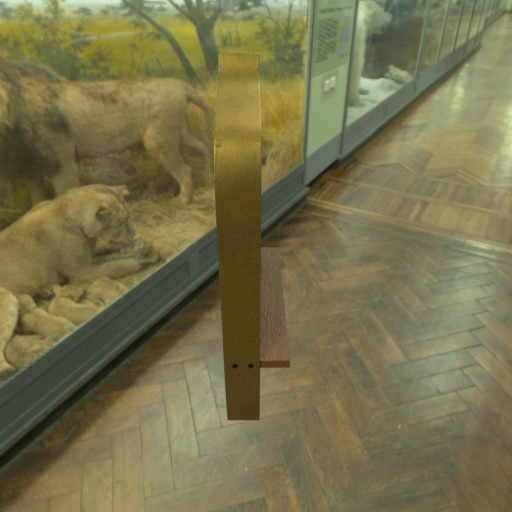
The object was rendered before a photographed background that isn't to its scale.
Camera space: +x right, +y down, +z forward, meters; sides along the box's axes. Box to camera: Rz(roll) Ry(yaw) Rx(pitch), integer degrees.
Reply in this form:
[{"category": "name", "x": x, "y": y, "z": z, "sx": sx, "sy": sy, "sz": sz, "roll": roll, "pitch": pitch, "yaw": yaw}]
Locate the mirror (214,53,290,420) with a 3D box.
[{"category": "mirror", "x": 0.000, "y": 0.000, "z": 0.729, "sx": 0.096, "sy": 0.613, "sz": 0.323, "roll": 0, "pitch": 32, "yaw": 0}]
